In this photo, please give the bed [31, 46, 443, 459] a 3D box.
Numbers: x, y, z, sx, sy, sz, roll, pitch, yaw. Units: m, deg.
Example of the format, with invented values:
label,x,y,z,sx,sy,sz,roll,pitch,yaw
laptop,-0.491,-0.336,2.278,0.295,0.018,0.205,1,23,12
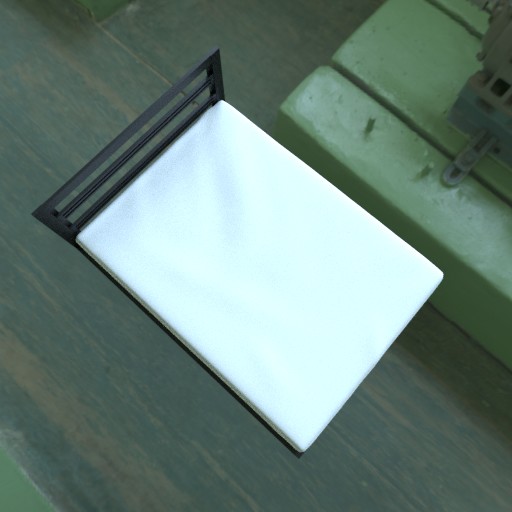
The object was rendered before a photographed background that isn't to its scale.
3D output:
label,x,y,z,sx,sy,sz,roll,pitch,yaw
bed,0.000,0.000,2.927,2.062,0.967,1.524,41,78,10
